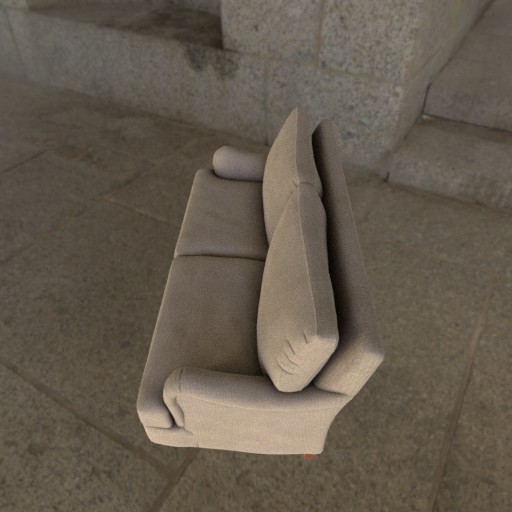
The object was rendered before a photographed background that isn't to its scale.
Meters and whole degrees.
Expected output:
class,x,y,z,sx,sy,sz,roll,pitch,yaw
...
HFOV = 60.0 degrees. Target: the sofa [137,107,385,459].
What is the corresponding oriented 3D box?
class,x,y,z,sx,sy,sz,roll,pitch,yaw
sofa,0.000,0.000,2.786,1.069,1.096,2.193,1,41,1
